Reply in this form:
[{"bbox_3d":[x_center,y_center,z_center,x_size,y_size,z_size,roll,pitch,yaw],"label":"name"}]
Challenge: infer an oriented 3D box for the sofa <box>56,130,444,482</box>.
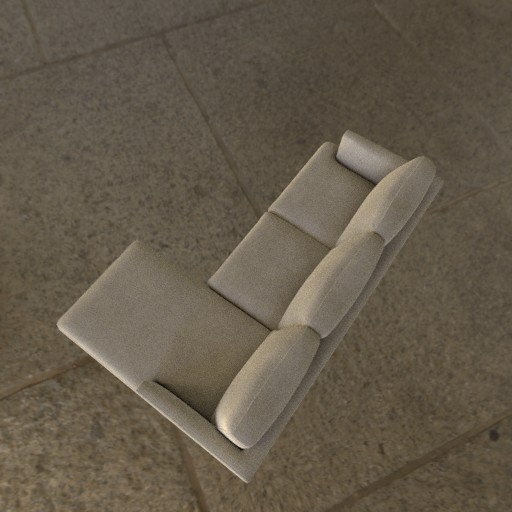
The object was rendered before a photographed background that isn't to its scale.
[{"bbox_3d":[0.000,0.000,2.937,1.504,0.956,2.233,33,69,15],"label":"sofa"}]
